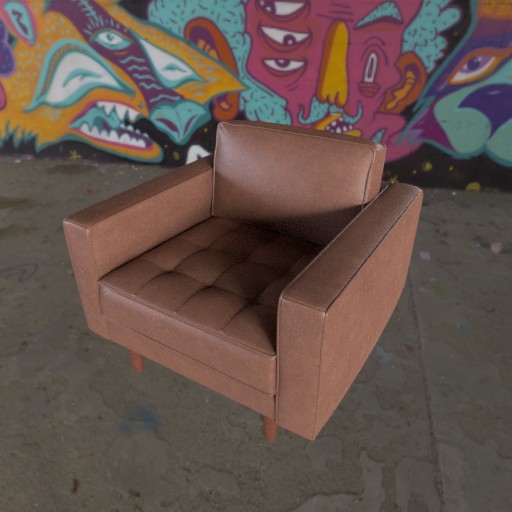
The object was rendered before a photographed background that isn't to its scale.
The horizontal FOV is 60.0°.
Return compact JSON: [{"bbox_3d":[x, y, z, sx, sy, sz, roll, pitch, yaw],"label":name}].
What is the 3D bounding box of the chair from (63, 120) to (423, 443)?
[{"bbox_3d":[0.000,0.000,1.547,0.920,0.770,0.900,17,35,27],"label":"chair"}]
